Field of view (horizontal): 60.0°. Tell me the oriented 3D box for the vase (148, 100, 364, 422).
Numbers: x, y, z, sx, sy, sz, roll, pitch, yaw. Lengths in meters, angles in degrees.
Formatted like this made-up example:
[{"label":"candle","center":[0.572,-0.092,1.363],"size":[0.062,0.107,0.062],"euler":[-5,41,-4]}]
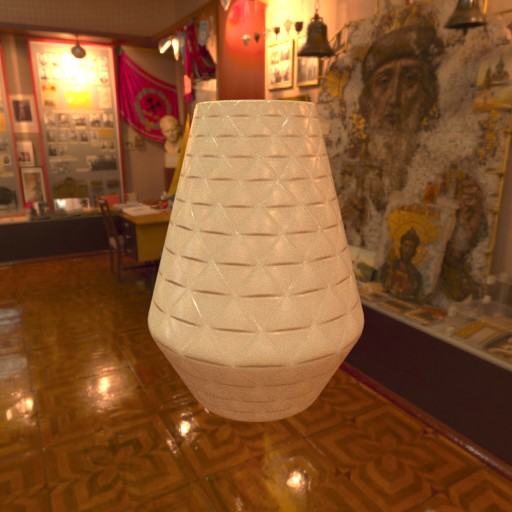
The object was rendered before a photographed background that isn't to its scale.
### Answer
[{"label":"vase","center":[0.000,0.000,0.355],"size":[0.175,0.230,0.175],"euler":[0,15,0]}]
